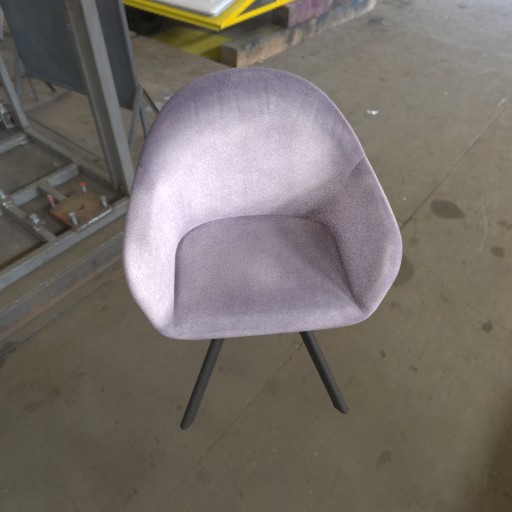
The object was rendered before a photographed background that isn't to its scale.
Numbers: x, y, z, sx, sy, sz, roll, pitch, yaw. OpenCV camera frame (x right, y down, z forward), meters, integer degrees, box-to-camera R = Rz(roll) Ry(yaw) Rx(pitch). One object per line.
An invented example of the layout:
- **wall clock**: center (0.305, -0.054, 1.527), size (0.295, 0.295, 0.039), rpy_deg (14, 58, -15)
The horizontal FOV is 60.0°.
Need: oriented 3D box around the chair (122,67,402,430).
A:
- **chair**: center (0.000, 0.000, 1.153), size (0.570, 0.780, 0.540), rpy_deg (-4, 46, -4)
